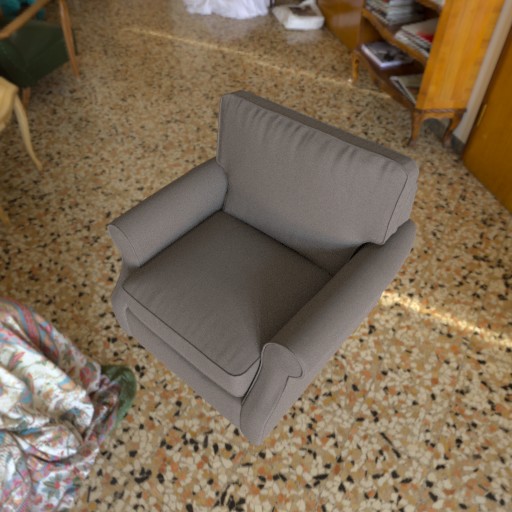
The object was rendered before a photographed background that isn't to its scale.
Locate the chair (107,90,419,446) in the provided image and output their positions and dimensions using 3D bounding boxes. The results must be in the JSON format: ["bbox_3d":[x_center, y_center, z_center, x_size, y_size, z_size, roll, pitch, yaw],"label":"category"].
[{"bbox_3d":[0.000,0.000,1.830,1.029,0.967,0.966,32,54,27],"label":"chair"}]
